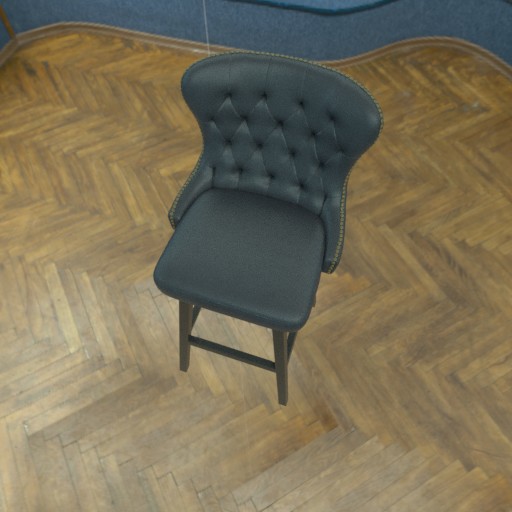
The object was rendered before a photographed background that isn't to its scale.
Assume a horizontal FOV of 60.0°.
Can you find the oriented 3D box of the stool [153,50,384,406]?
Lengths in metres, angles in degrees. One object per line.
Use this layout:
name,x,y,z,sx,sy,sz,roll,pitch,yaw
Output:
stool,0.000,0.000,1.422,0.528,1.050,0.601,16,60,9
